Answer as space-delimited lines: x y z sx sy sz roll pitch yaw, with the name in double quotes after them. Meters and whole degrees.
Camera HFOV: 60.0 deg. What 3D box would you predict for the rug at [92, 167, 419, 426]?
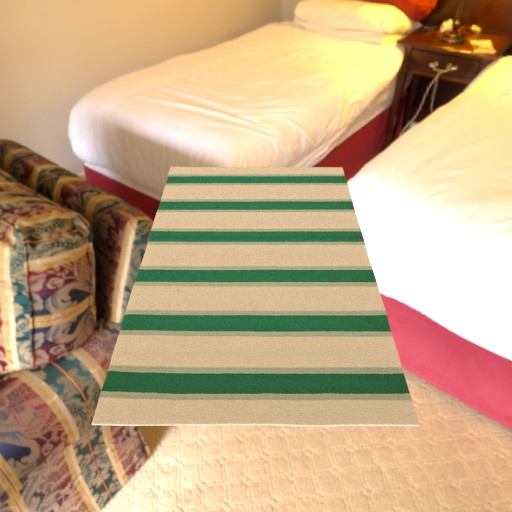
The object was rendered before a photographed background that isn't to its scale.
0.000 0.000 2.978 1.521 0.015 2.436 0 40 0 "rug"
